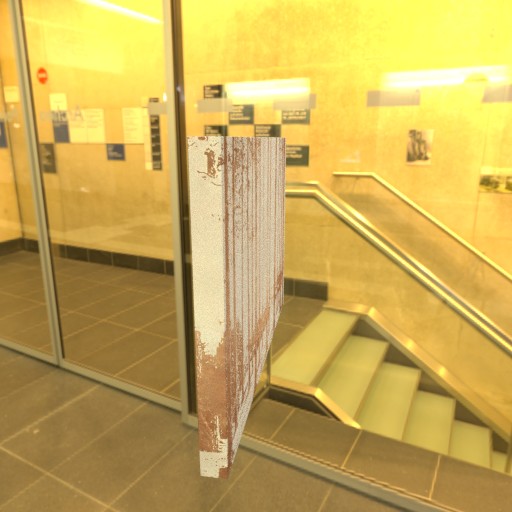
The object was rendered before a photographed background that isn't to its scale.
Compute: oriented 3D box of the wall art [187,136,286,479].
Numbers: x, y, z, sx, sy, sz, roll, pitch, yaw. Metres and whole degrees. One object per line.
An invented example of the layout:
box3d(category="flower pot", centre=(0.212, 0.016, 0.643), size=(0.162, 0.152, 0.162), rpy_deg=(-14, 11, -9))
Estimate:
box3d(category="wall art", centre=(0.000, 0.000, 0.783), size=(0.035, 0.405, 0.609), rpy_deg=(3, 15, 9))
